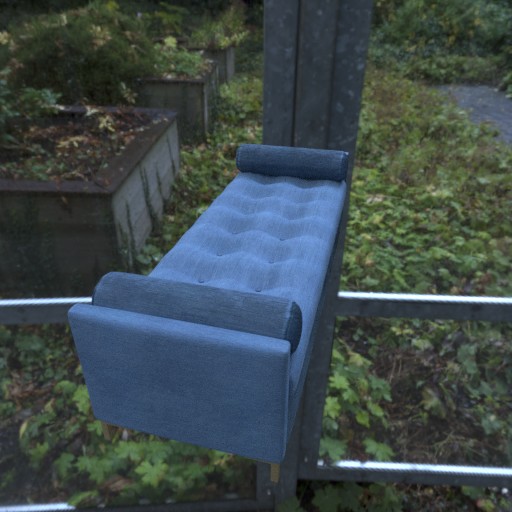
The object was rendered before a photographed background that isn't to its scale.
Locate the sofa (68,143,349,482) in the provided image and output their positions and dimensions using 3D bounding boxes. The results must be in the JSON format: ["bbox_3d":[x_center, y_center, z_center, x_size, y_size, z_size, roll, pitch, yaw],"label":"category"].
[{"bbox_3d":[0.000,0.000,2.424,0.796,0.705,2.102,8,31,13],"label":"sofa"}]
